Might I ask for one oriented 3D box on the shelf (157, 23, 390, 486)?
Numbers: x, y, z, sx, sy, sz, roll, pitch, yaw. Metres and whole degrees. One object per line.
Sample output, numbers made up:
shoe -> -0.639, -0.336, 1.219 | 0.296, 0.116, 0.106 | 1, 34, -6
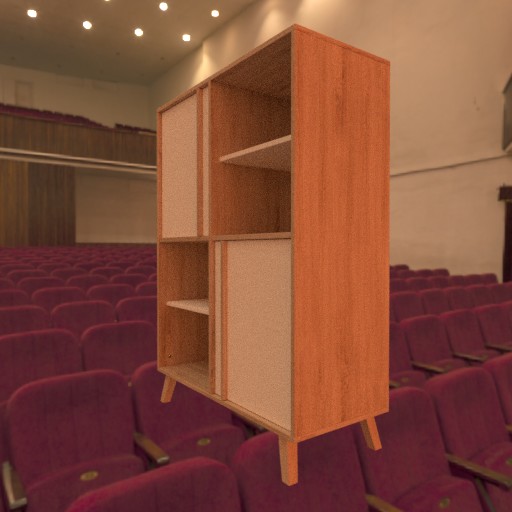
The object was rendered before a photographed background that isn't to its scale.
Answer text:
shelf -> 0.000, 0.000, 1.852 | 0.450, 1.390, 1.000 | -1, 1, -36
